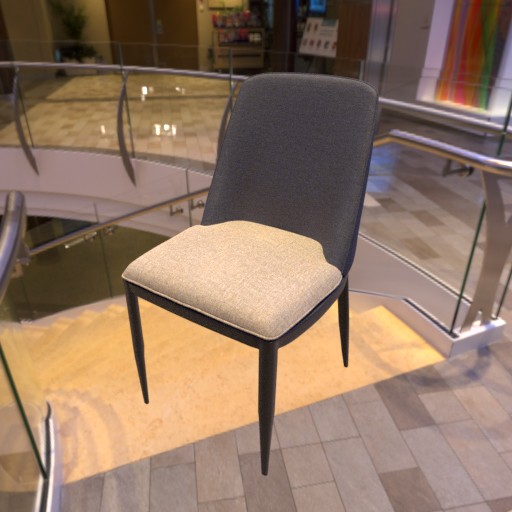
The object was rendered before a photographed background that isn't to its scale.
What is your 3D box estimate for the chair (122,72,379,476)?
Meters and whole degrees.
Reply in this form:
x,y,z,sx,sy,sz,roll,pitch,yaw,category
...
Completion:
x,y,z,sx,sy,sz,roll,pitch,yaw,category
0.000,0.000,1.160,0.480,0.839,0.551,18,33,29,chair
